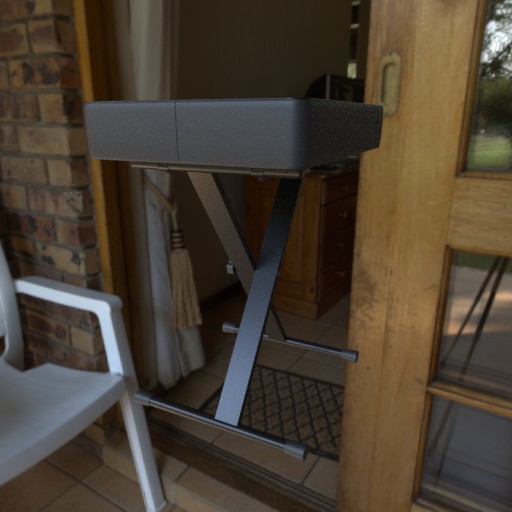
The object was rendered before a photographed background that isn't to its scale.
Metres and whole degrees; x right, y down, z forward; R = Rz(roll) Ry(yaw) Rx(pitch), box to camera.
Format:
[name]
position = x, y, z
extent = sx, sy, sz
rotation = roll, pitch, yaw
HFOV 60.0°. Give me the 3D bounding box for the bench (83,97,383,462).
[bench]
position = 0.000, 0.000, 0.771
extent = 0.321, 0.500, 0.424
rotation = 8, 19, 25
